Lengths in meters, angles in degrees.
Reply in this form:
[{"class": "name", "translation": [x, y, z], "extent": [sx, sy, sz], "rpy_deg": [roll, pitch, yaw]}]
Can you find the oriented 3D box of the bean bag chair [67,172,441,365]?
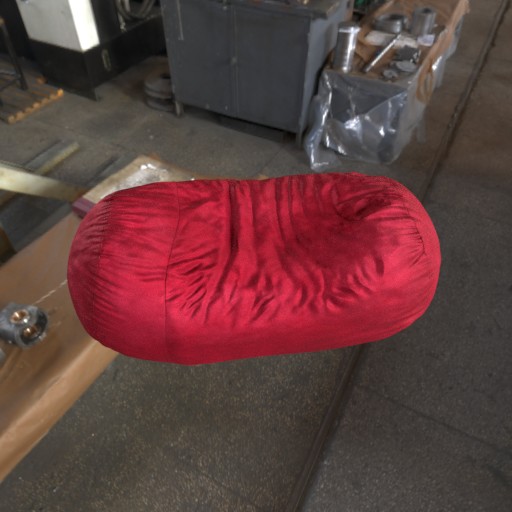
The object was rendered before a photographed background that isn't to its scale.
[{"class": "bean bag chair", "translation": [0.000, 0.000, 2.830], "extent": [2.293, 0.867, 1.216], "rpy_deg": [-4, 46, -4]}]
